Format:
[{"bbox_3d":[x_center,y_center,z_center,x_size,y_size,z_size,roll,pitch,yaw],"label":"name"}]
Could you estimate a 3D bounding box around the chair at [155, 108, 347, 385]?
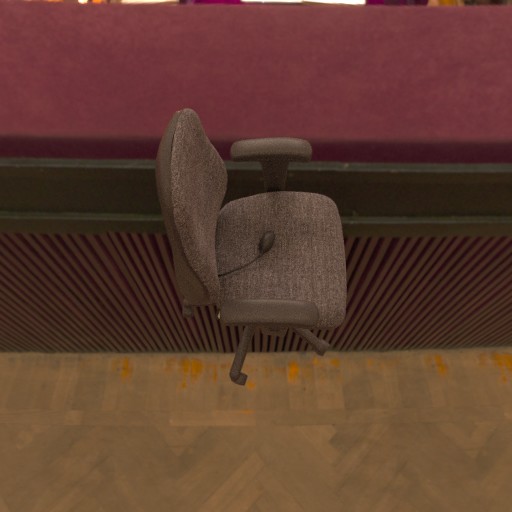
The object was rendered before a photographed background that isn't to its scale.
[{"bbox_3d":[0.000,0.000,1.236,0.530,0.910,0.550,1,63,1],"label":"chair"}]
